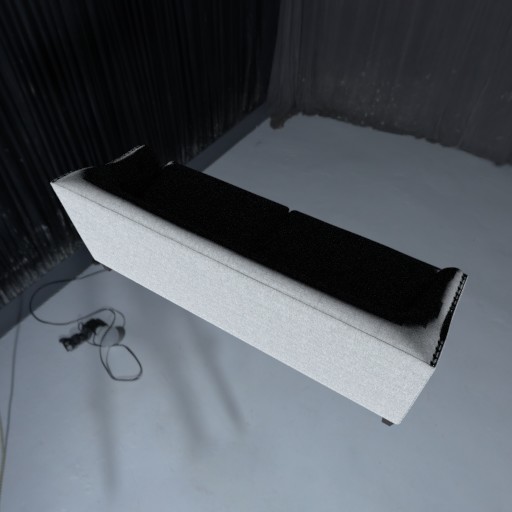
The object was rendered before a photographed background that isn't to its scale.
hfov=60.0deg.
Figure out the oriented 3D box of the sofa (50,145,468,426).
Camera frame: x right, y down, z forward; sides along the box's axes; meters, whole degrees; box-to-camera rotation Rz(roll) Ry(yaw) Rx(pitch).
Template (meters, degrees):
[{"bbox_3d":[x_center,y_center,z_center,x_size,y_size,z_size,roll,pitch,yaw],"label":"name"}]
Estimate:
[{"bbox_3d":[0.000,0.000,2.694,2.235,0.901,0.914,25,52,21],"label":"sofa"}]
